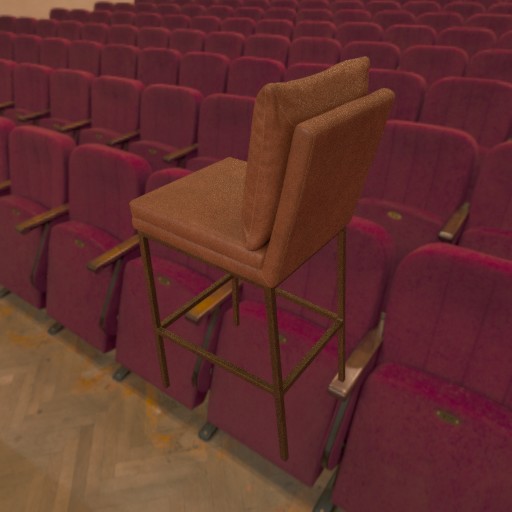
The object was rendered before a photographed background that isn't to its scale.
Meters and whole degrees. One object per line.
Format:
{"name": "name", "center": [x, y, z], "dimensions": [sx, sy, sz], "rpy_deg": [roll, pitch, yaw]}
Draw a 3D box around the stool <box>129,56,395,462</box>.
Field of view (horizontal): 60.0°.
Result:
{"name": "stool", "center": [0.000, 0.000, 1.373], "dimensions": [0.571, 1.124, 0.463], "rpy_deg": [21, 38, 30]}
